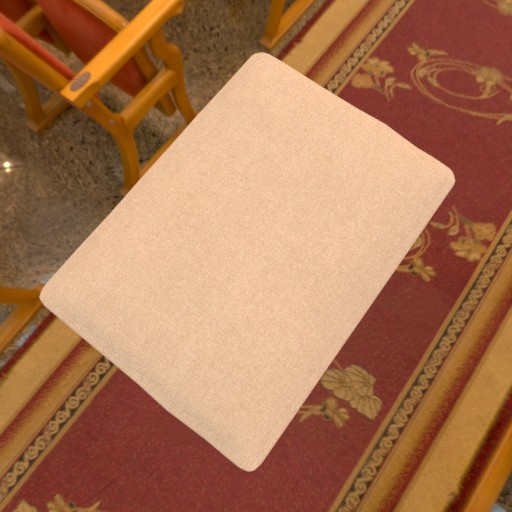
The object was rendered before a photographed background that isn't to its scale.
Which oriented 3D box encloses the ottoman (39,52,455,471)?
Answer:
[{"bbox_3d":[0.000,0.000,1.220,0.617,0.503,0.846,36,77,9],"label":"ottoman"}]
